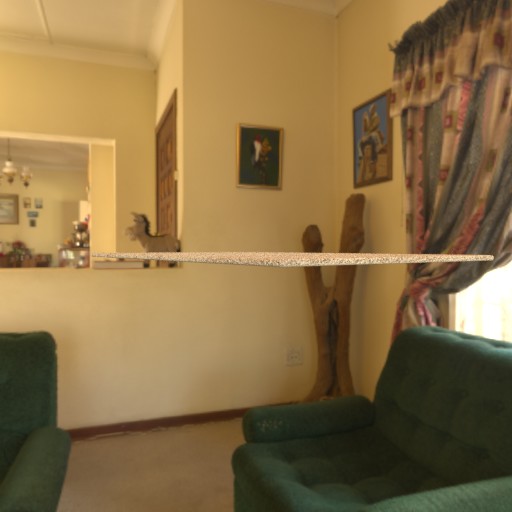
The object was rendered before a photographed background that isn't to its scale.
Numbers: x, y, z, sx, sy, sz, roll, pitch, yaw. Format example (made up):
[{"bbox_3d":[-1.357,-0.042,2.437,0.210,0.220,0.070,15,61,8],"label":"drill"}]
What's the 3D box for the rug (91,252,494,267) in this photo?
[{"bbox_3d":[0.000,0.000,3.008,1.524,0.030,2.438,-1,1,-35],"label":"rug"}]
